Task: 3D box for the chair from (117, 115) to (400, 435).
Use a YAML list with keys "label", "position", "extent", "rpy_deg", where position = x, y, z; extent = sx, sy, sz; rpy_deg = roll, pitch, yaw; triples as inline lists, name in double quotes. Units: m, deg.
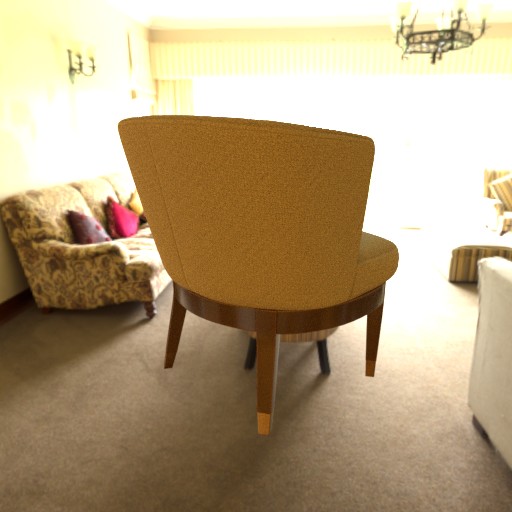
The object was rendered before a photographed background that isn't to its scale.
- label: "chair"
  position: [0.000, 0.000, 1.277]
  extent: [0.660, 0.760, 0.700]
  rpy_deg: [-14, 21, -41]
